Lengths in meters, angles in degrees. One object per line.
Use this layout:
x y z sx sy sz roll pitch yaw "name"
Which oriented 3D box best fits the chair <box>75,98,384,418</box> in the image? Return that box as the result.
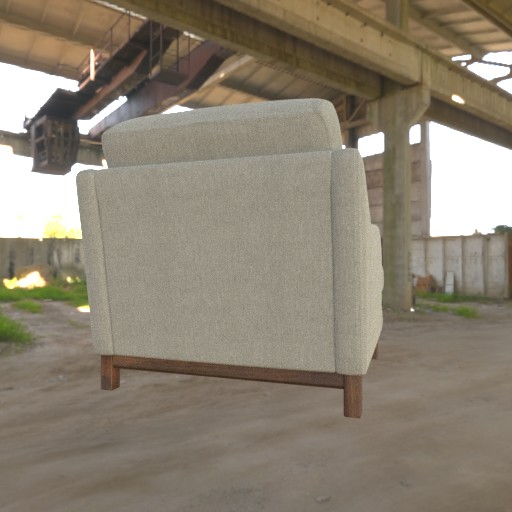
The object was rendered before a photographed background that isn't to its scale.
0.000 0.000 1.551 0.826 0.821 0.892 0 -1 19 "chair"
